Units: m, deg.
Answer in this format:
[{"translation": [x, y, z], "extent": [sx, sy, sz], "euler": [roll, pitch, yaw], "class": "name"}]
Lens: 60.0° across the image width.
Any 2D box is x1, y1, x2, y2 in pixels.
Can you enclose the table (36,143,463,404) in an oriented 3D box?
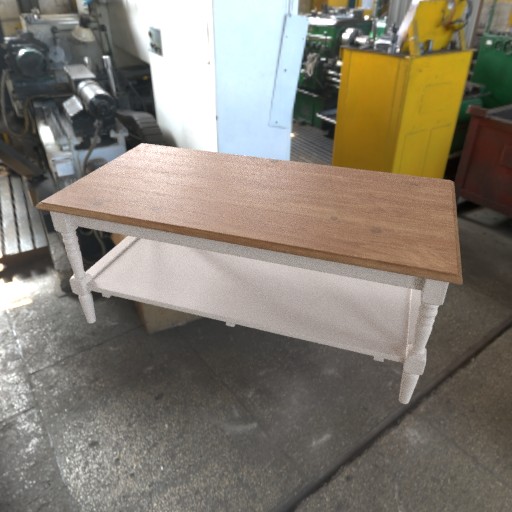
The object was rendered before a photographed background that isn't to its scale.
[{"translation": [0.000, 0.000, 1.431], "extent": [1.118, 0.458, 0.559], "euler": [10, 34, 16], "class": "table"}]
